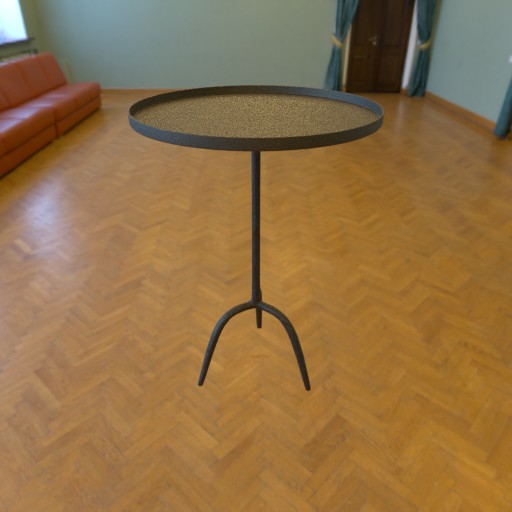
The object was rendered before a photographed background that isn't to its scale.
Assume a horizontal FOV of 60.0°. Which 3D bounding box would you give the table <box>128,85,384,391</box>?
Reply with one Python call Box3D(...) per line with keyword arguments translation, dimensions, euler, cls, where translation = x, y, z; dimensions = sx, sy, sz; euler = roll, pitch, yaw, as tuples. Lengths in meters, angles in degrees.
Box3D(translation=(0.000, 0.000, 1.066), dimensions=(0.502, 0.700, 0.502), euler=(-1, 30, -2), cls="table")
